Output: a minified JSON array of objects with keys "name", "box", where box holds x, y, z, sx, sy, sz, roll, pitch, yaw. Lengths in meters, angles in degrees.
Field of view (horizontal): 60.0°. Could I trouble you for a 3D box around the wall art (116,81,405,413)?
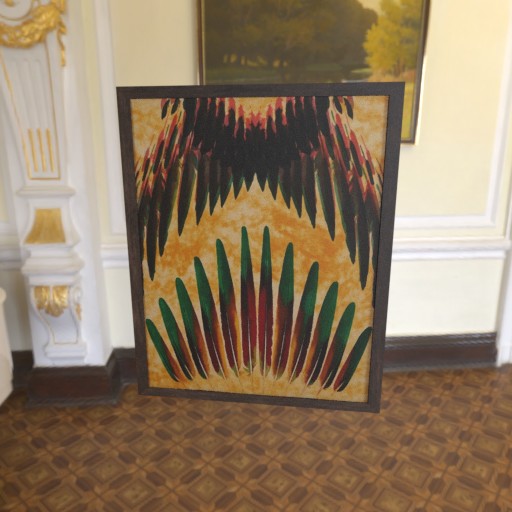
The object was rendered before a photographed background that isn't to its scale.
[{"name":"wall art","box":[0.000,0.000,0.562,0.329,0.406,0.027,2,14,7]}]
